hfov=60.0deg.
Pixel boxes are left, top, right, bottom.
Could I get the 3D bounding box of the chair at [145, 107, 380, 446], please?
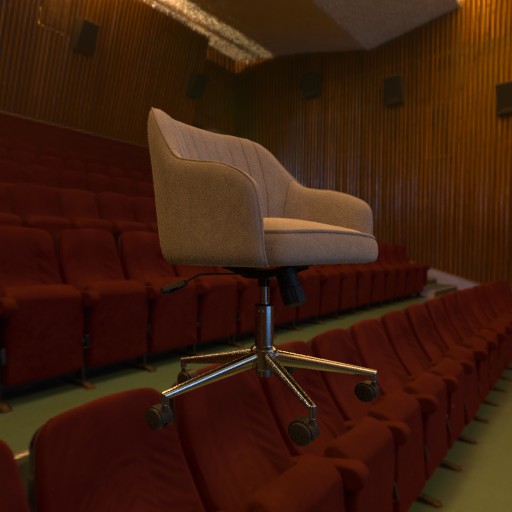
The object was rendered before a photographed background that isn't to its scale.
[{"bbox_3d":[0.000,0.000,1.264,0.573,0.831,0.635,0,0,36],"label":"chair"}]
